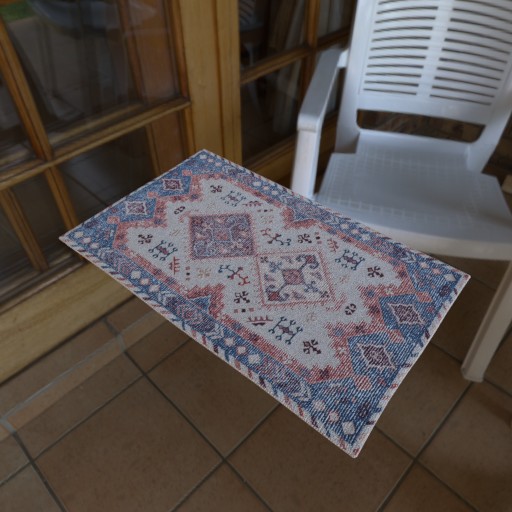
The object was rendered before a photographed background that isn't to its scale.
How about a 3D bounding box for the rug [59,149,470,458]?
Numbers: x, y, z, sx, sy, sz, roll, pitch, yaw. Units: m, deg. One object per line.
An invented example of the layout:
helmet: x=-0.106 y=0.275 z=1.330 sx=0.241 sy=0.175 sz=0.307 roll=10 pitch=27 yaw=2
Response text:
rug: x=0.000 y=0.000 z=3.085 sx=2.464 sy=0.023 sz=1.521 roll=30 pitch=53 yaw=26
